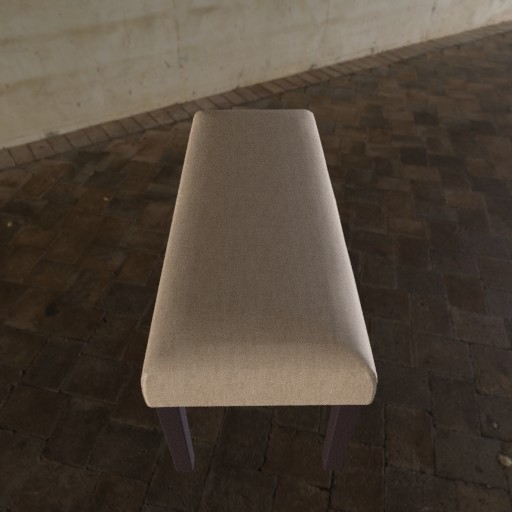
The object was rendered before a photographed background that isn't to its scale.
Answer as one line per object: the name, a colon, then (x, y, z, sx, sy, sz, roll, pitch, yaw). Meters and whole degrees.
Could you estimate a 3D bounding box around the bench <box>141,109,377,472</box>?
bench: (0.000, 0.000, 1.231, 0.407, 0.456, 1.013, 0, 43, -1)
